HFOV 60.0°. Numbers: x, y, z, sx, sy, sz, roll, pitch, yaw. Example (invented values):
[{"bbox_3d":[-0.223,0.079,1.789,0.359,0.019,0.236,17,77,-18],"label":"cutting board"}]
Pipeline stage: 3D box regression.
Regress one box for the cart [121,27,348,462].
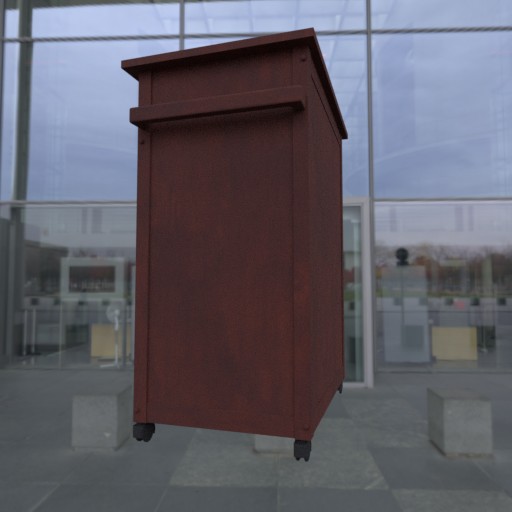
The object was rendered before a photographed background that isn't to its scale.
[{"bbox_3d":[0.000,0.000,1.226,0.442,0.864,0.683,-1,-4,17],"label":"cart"}]
